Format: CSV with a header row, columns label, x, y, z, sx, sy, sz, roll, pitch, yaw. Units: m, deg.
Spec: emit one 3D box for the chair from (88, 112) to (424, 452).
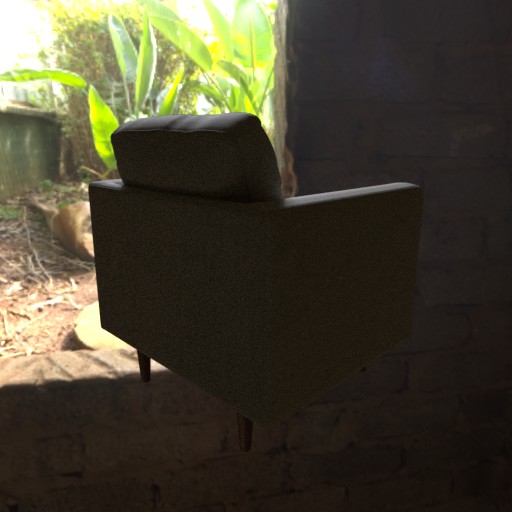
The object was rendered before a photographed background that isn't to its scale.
label,x,y,z,sx,sy,sz,roll,pitch,yaw
chair,0.000,0.000,1.543,0.855,0.927,0.800,15,21,42
